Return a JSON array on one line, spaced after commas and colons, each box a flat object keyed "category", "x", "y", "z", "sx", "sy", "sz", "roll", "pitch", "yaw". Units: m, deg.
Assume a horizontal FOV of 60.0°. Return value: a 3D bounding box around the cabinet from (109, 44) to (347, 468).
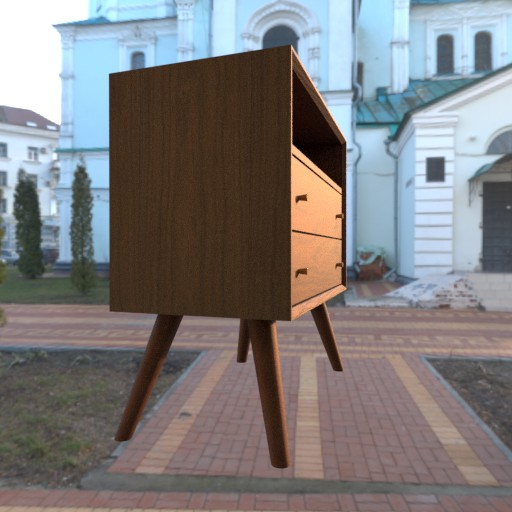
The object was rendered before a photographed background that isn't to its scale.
[{"category": "cabinet", "x": 0.000, "y": 0.000, "z": 1.176, "sx": 0.388, "sy": 0.748, "sz": 0.712, "roll": 0, "pitch": 1, "yaw": 19}]
